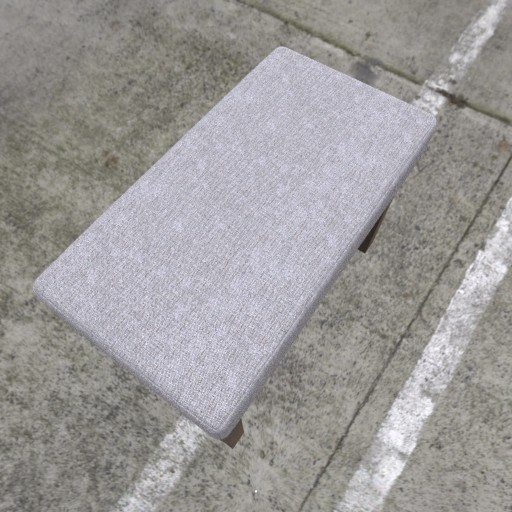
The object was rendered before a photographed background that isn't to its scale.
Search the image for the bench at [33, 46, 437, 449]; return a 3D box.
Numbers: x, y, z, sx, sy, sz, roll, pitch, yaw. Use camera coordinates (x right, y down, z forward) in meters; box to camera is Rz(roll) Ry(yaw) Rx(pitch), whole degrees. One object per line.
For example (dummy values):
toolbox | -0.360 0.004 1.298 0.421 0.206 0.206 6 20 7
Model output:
bench | 0.000 0.000 0.938 0.366 0.467 0.681 32 67 16
